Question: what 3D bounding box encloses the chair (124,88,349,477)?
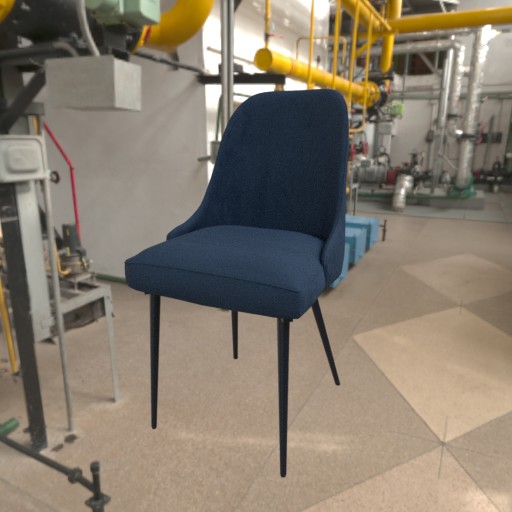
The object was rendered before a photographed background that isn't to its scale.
[{"bbox_3d":[0.000,0.000,1.209,0.478,0.896,0.559,8,17,26],"label":"chair"}]
